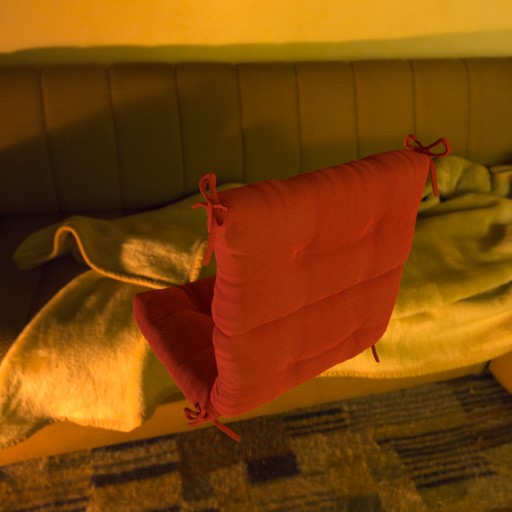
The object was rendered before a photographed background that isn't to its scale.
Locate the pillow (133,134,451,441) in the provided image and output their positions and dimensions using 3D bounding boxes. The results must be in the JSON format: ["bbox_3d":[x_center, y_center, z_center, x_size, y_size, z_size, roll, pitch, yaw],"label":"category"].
[{"bbox_3d":[0.000,0.000,1.027,0.519,0.605,0.571,-18,35,-28],"label":"pillow"}]
